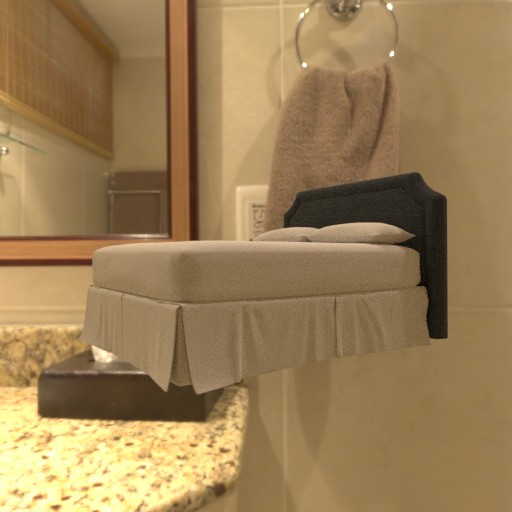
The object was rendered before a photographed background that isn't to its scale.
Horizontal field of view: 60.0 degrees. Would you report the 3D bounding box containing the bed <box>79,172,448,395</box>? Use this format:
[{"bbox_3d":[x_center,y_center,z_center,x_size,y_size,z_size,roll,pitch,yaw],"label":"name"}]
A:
[{"bbox_3d":[0.000,0.000,3.375,2.208,1.297,1.828,0,0,-35],"label":"bed"}]
